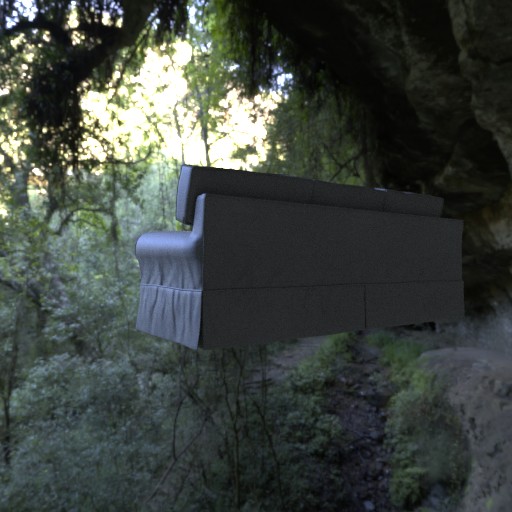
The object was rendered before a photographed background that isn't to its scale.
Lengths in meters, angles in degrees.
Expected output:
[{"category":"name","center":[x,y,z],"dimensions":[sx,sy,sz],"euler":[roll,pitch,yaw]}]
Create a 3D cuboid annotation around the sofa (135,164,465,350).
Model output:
[{"category":"sofa","center":[0.000,0.000,4.157],"dimensions":[2.623,1.081,2.618],"euler":[1,-1,-35]}]
